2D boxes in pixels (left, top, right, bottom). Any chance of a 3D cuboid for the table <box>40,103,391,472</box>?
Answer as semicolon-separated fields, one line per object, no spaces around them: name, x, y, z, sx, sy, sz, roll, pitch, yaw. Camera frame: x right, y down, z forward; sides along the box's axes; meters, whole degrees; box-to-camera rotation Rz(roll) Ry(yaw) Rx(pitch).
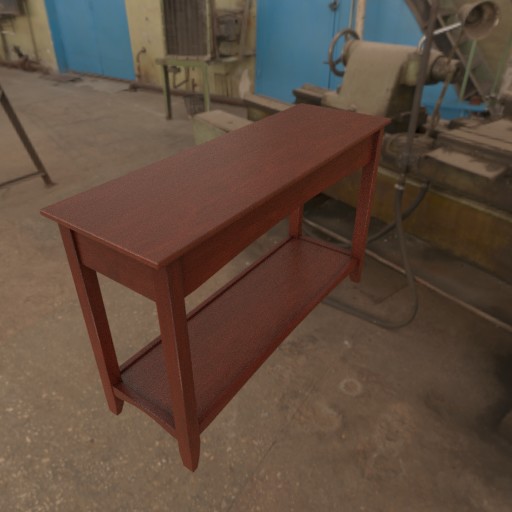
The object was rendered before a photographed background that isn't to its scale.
table;0.000;0.000;1.538;0.392;0.739;1.188;21;39;29
